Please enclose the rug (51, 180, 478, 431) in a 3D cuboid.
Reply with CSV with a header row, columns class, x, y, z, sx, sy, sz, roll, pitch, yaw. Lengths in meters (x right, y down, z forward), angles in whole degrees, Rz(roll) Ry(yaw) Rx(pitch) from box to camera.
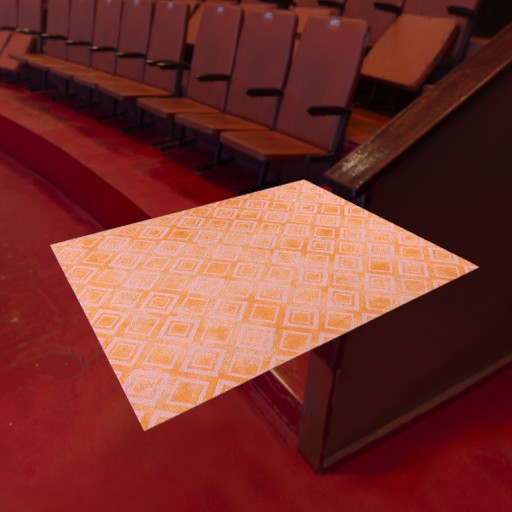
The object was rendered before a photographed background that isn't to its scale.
class,x,y,z,sx,sy,sz,roll,pitch,yaw
rug,0.000,0.000,3.999,3.037,0.011,2.433,-19,36,-28
